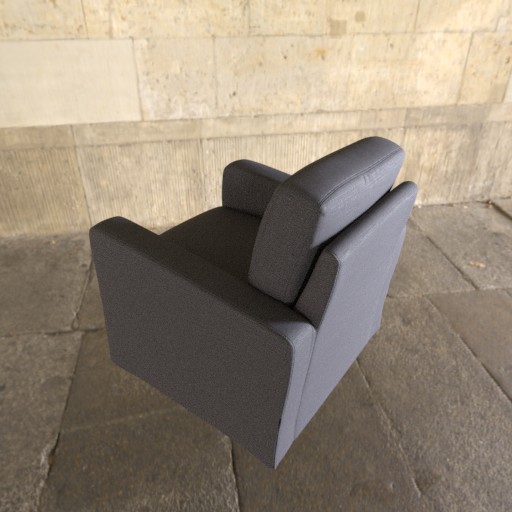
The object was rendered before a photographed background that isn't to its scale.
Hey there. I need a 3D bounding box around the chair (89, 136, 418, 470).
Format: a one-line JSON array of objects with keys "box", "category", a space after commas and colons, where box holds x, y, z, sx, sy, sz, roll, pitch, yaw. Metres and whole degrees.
[{"box": [0.000, 0.000, 1.545, 0.863, 0.855, 0.798, 21, 37, 30], "category": "chair"}]
